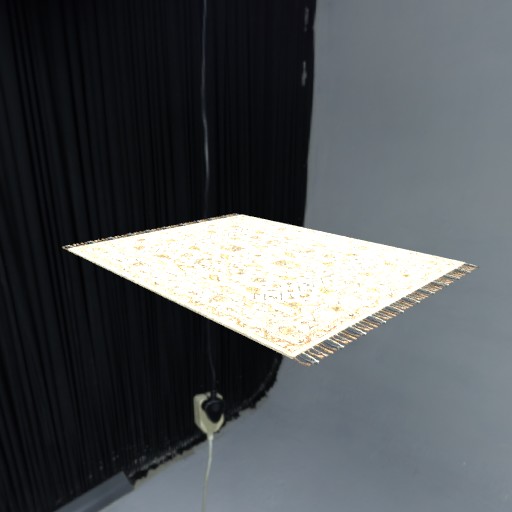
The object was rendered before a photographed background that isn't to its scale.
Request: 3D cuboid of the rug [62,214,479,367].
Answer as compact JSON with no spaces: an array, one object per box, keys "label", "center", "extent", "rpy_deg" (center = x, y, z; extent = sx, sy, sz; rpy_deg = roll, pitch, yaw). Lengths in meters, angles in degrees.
[{"label":"rug","center":[0.000,0.000,2.253],"extent":[1.278,0.009,1.726],"rpy_deg":[-16,23,-42]}]
